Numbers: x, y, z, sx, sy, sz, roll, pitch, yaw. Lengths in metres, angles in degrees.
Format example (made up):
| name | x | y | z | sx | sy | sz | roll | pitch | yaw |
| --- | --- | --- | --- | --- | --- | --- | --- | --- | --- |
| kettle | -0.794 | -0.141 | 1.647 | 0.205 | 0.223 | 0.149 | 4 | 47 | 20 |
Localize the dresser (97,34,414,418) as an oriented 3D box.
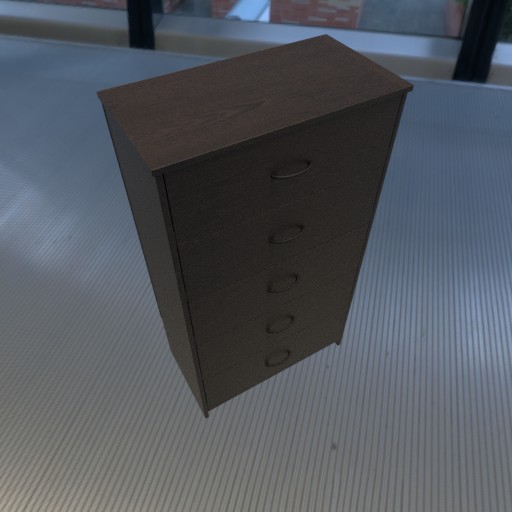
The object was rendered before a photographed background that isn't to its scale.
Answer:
| name | x | y | z | sx | sy | sz | roll | pitch | yaw |
| --- | --- | --- | --- | --- | --- | --- | --- | --- | --- |
| dresser | 0.000 | 0.000 | 1.574 | 0.704 | 1.254 | 0.418 | -23 | 52 | -20 |
